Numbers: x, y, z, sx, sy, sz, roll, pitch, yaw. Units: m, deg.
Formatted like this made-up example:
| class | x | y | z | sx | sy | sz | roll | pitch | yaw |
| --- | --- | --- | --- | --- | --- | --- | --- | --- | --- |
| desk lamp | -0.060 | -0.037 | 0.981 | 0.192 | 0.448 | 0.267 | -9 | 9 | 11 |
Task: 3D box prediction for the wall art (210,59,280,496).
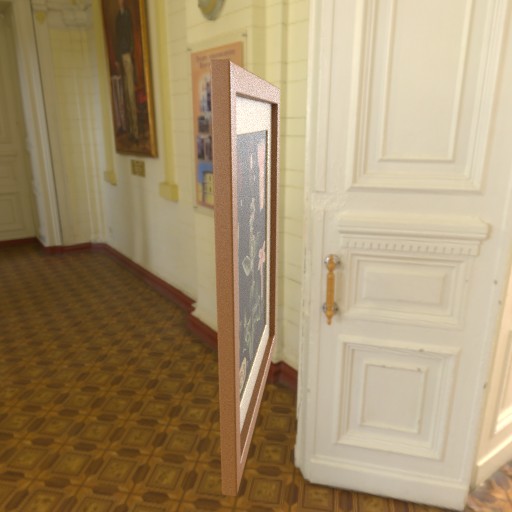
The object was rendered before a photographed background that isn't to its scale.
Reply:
| class | x | y | z | sx | sy | sz | roll | pitch | yaw |
| --- | --- | --- | --- | --- | --- | --- | --- | --- | --- |
| wall art | 0.000 | 0.000 | 0.508 | 0.015 | 0.379 | 0.310 | 3 | 17 | 9 |
